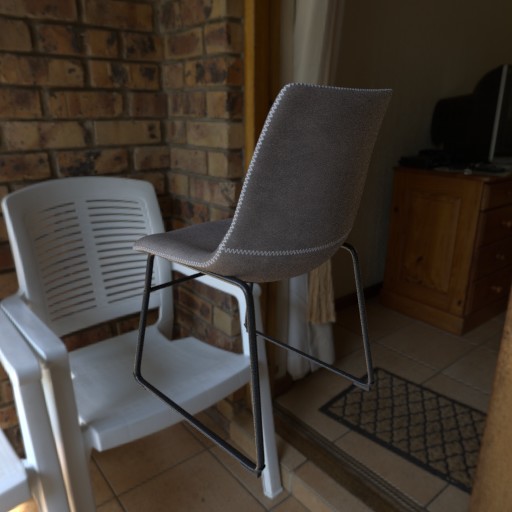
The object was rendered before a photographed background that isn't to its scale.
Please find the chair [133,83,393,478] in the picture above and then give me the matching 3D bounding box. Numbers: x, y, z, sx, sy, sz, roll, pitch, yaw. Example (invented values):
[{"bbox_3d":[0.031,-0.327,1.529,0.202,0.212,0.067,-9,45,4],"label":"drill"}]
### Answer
[{"bbox_3d":[0.000,0.000,1.115,0.460,0.780,0.550,-17,25,-42],"label":"chair"}]
